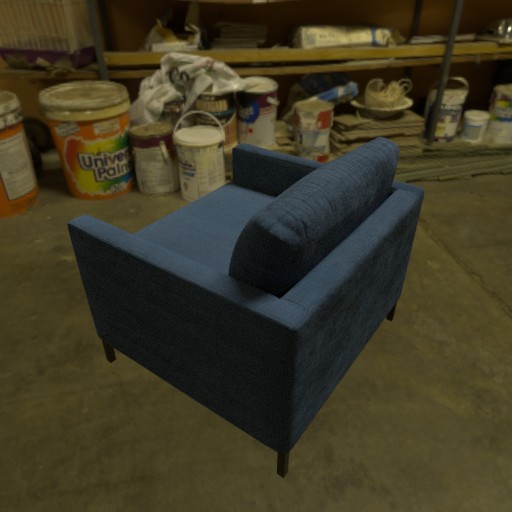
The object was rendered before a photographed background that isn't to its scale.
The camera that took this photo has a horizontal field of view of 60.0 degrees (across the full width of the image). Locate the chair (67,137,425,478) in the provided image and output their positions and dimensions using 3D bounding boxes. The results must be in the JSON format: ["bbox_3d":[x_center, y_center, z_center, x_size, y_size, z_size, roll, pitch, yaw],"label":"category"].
[{"bbox_3d":[0.000,0.000,1.635,0.875,0.812,0.964,21,39,29],"label":"chair"}]
